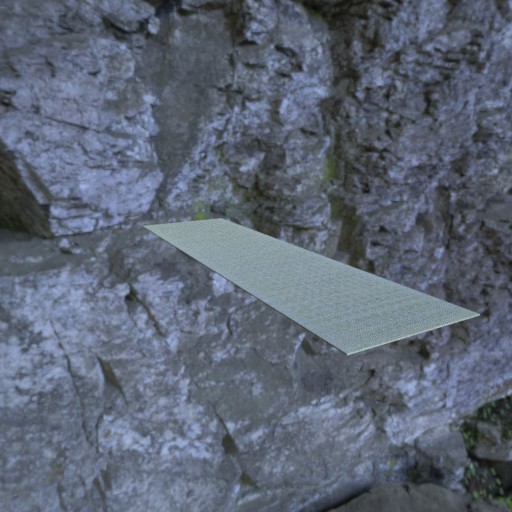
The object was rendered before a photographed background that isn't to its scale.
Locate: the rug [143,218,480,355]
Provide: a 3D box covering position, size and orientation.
[{"bbox_3d":[0.000,0.000,2.636,0.686,0.006,2.437,-8,17,-28],"label":"rug"}]
